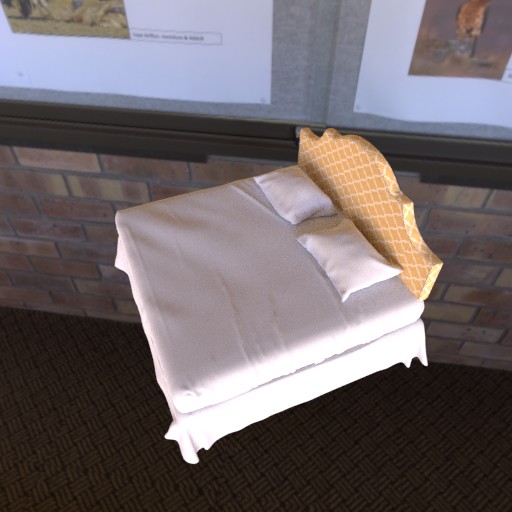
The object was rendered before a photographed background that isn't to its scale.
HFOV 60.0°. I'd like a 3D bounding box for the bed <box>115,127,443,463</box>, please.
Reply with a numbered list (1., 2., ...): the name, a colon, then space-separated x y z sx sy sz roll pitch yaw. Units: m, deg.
1. bed: 0.000 0.000 3.668 2.222 1.601 2.314 -17 48 -16
